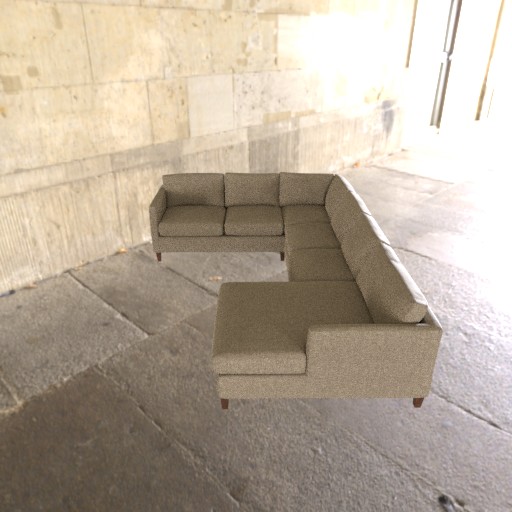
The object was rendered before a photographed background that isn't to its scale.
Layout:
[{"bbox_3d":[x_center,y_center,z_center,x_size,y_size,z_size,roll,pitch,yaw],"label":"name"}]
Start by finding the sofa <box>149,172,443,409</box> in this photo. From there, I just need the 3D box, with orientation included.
[{"bbox_3d":[0.000,0.000,4.663,2.593,0.959,3.460,0,26,-1],"label":"sofa"}]
